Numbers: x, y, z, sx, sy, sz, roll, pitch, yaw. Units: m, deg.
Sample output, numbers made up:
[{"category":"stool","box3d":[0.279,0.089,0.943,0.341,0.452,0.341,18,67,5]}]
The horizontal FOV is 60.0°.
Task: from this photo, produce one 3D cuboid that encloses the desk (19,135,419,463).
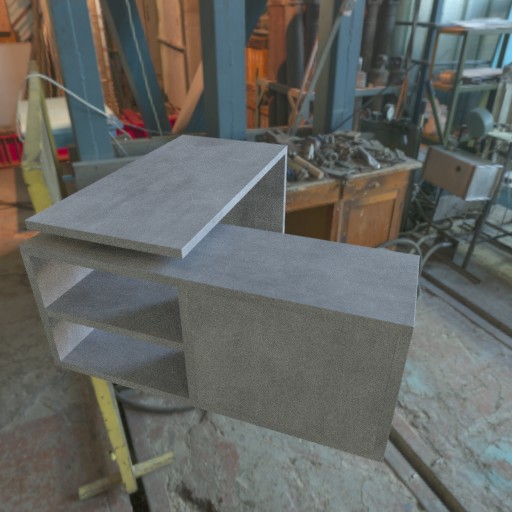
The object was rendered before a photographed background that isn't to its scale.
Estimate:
[{"category":"desk","box3d":[0.000,0.000,2.253,1.500,0.740,1.400,10,32,17]}]
